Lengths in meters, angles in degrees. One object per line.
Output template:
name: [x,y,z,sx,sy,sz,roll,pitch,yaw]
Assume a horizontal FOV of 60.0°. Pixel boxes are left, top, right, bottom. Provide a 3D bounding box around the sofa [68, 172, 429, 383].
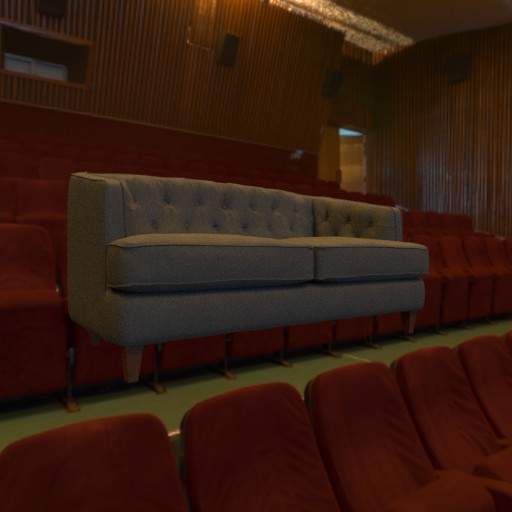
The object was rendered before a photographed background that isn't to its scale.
sofa: [0.000,0.000,2.276,1.733,0.855,0.941,0,0,-36]
